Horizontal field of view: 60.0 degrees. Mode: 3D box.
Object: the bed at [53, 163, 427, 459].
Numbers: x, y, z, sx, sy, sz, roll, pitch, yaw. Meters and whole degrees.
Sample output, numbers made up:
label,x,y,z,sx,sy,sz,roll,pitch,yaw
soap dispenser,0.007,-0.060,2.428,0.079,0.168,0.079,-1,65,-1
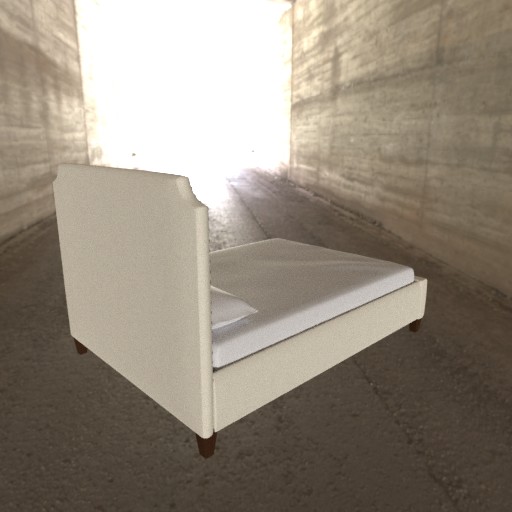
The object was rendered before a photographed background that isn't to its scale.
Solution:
label,x,y,z,sx,sy,sz,roll,pitch,yaw
bed,0.000,0.000,3.421,2.372,1.443,1.712,-14,20,-42
